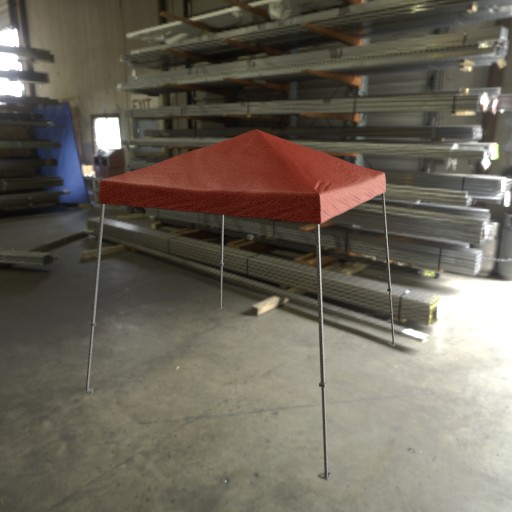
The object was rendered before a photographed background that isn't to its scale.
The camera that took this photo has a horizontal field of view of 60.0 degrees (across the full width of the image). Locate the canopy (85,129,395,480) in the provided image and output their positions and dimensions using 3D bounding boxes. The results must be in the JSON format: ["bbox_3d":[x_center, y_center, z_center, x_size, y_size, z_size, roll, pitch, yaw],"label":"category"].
[{"bbox_3d":[0.000,0.000,5.192,2.849,2.850,2.850,8,17,27],"label":"canopy"}]
